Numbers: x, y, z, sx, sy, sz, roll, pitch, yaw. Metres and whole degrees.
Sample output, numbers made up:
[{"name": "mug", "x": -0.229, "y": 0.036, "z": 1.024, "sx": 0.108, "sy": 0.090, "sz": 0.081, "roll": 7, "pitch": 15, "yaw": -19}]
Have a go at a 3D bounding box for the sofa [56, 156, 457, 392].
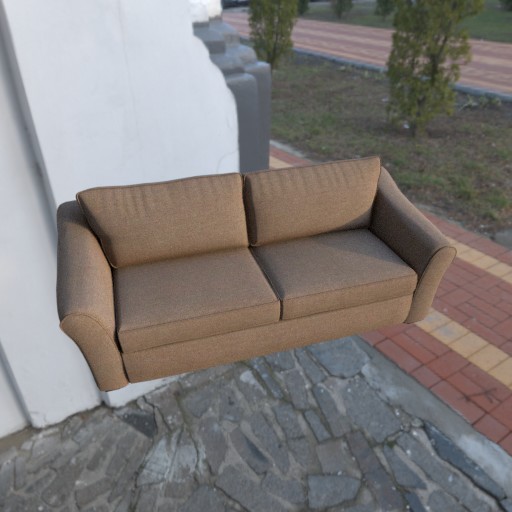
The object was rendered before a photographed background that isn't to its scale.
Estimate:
[{"name": "sofa", "x": 0.000, "y": 0.000, "z": 2.769, "sx": 2.270, "sy": 0.906, "sz": 0.986, "roll": -9, "pitch": 34, "yaw": -14}]
